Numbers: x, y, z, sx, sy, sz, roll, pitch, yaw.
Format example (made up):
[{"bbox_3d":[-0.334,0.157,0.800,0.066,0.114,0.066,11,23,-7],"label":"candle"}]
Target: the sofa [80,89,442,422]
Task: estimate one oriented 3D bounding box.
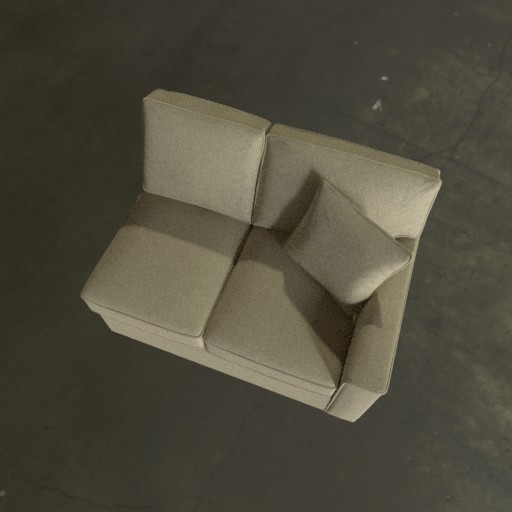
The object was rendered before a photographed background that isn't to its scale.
[{"bbox_3d":[0.000,0.000,2.115,1.388,0.989,0.991,18,61,10],"label":"sofa"}]
